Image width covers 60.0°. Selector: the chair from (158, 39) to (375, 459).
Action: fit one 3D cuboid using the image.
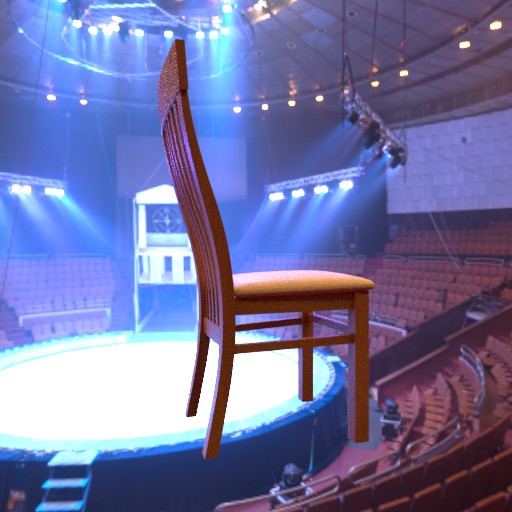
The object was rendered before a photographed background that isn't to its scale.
[{"bbox_3d":[0.000,0.000,1.367,0.580,1.050,0.450,0,0,-18],"label":"chair"}]
